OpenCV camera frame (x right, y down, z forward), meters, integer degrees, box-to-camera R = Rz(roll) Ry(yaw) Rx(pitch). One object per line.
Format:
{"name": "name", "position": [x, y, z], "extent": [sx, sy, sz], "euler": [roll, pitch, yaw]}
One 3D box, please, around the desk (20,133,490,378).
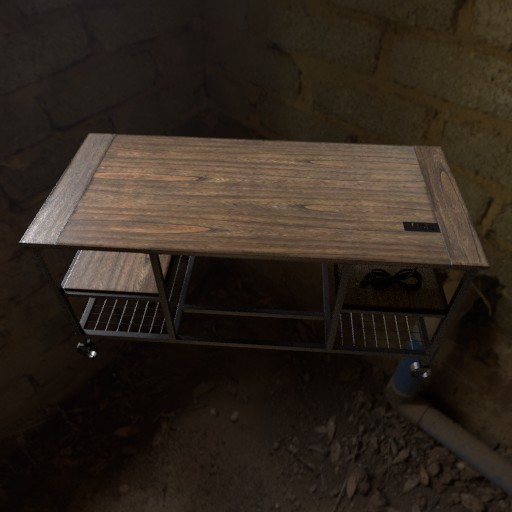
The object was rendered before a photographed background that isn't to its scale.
{"name": "desk", "position": [0.000, 0.000, 1.978], "extent": [1.590, 0.751, 0.711], "euler": [3, 46, 3]}
